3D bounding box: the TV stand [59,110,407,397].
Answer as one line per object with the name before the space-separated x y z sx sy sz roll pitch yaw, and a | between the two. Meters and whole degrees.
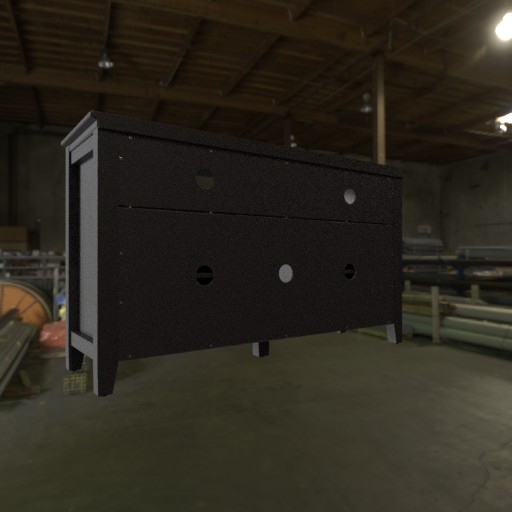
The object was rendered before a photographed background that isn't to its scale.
TV stand | 0.000 0.000 1.524 1.198 0.681 0.347 0 0 -35
